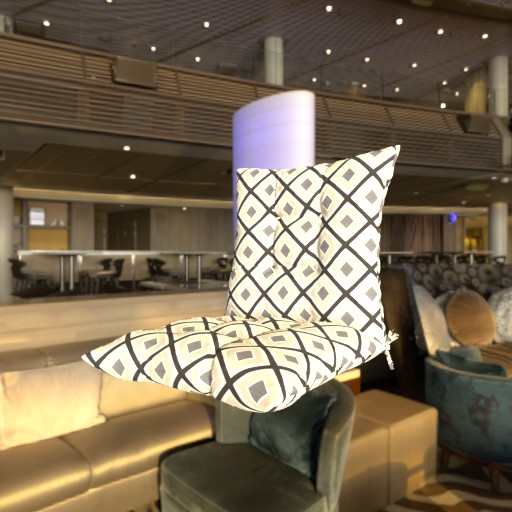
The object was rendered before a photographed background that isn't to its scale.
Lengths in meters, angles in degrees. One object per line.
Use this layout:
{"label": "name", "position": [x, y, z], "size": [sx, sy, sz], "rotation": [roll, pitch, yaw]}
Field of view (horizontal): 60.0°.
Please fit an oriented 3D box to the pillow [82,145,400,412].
{"label": "pillow", "position": [0.000, 0.000, 1.024], "size": [0.541, 0.536, 0.585], "rotation": [0, 0, 36]}
